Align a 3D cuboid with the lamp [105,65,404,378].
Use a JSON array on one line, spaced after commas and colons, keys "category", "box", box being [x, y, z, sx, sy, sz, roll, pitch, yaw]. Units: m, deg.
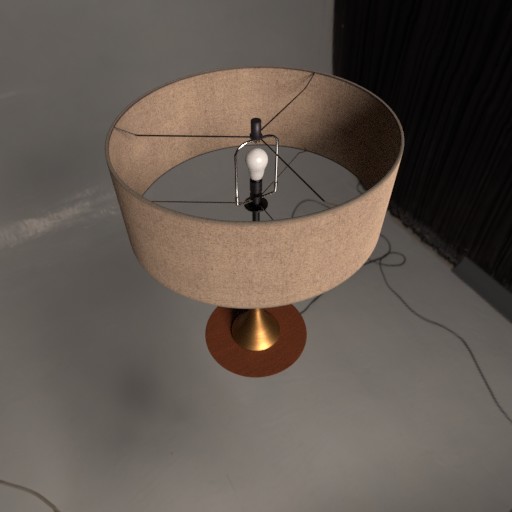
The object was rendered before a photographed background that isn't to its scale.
[{"category": "lamp", "box": [0.000, 0.000, 0.817, 0.417, 0.551, 0.396, -24, 51, -21]}]
